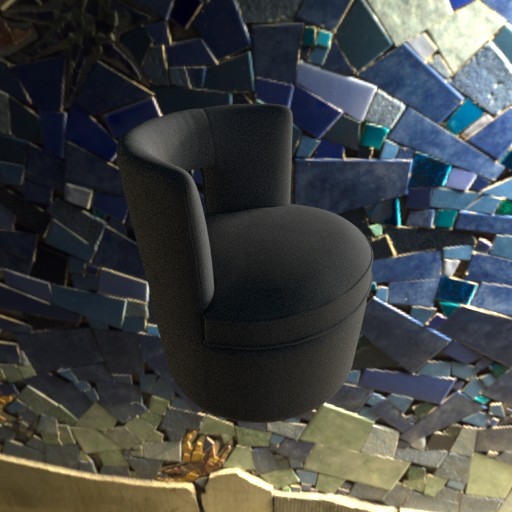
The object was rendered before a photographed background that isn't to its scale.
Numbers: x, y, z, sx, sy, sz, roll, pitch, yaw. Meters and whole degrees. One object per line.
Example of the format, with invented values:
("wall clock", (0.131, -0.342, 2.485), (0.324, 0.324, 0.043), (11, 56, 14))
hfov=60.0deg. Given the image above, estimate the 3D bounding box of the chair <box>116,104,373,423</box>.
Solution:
("chair", (0.000, 0.000, 1.275), (0.660, 0.719, 0.689), (11, 32, 18))
